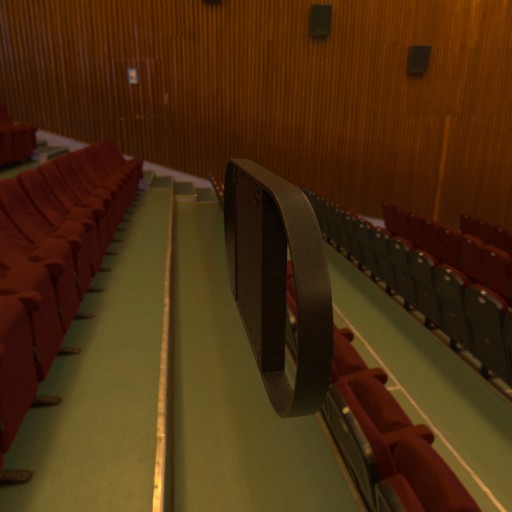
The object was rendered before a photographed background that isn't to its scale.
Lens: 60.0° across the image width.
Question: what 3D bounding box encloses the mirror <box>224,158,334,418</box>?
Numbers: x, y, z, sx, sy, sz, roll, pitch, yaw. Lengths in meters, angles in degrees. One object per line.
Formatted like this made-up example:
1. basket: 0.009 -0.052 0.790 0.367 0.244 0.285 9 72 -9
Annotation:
1. mirror: 0.000 0.000 0.659 0.032 0.254 0.584 -3 18 -10
